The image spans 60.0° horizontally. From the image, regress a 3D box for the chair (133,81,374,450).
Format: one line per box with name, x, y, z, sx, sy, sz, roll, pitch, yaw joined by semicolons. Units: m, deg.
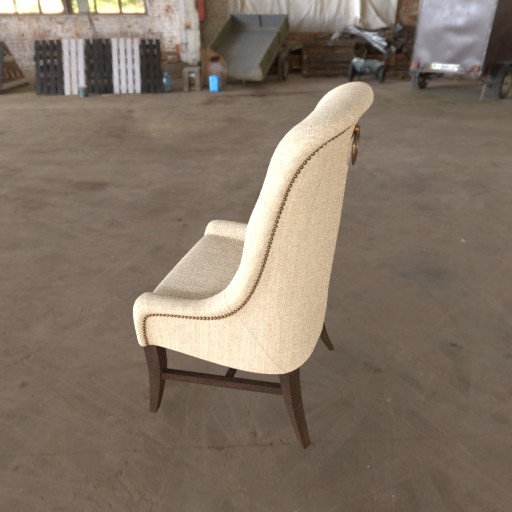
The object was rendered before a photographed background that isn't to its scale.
chair;0.000;0.000;1.478;0.629;1.091;0.634;9;31;15
